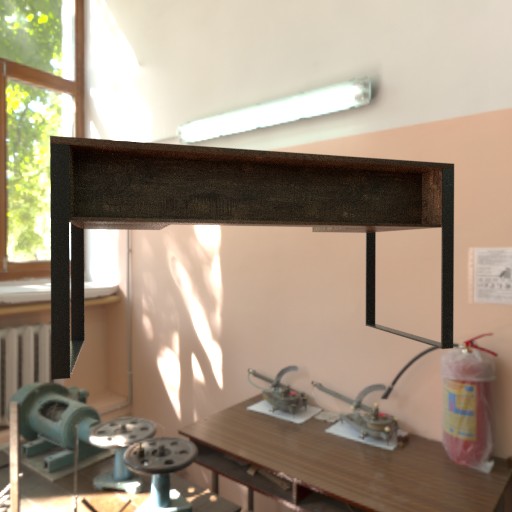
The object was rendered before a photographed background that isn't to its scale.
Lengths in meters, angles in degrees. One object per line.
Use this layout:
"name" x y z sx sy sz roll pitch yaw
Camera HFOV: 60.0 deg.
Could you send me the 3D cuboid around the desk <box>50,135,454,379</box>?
"desk" 0.000 0.000 1.893 1.524 0.762 0.599 0 1 -17
